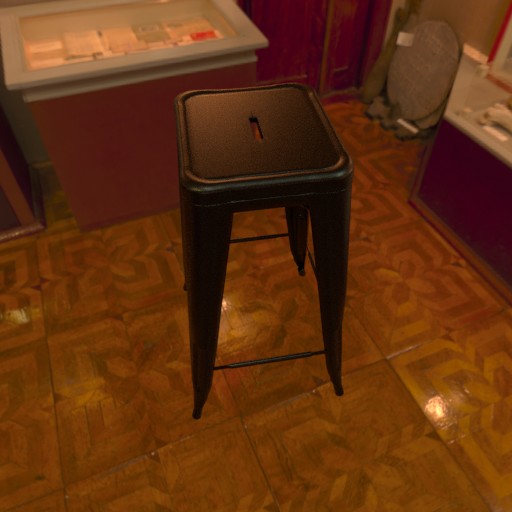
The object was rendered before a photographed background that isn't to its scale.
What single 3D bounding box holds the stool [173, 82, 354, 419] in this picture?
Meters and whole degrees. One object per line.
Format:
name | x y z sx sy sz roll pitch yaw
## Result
stool | 0.000 0.000 0.931 0.423 0.609 0.455 -15 49 -14
